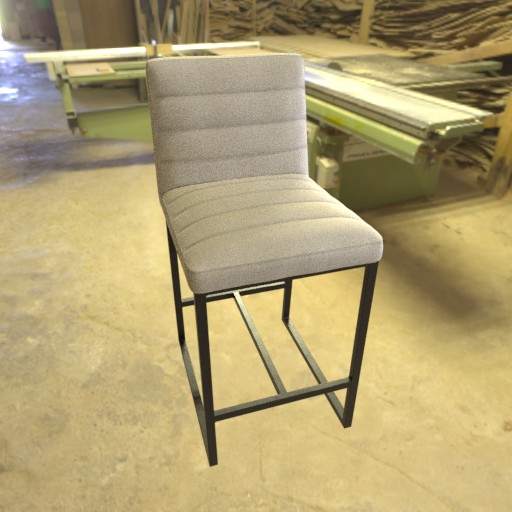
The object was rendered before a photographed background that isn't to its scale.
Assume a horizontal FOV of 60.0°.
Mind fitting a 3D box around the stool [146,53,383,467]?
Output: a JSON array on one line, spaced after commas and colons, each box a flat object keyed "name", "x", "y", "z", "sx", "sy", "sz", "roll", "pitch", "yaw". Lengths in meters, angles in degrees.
[{"name": "stool", "x": 0.000, "y": 0.000, "z": 1.236, "sx": 0.459, "sy": 0.971, "sz": 0.567, "roll": -9, "pitch": 32, "yaw": -15}]
